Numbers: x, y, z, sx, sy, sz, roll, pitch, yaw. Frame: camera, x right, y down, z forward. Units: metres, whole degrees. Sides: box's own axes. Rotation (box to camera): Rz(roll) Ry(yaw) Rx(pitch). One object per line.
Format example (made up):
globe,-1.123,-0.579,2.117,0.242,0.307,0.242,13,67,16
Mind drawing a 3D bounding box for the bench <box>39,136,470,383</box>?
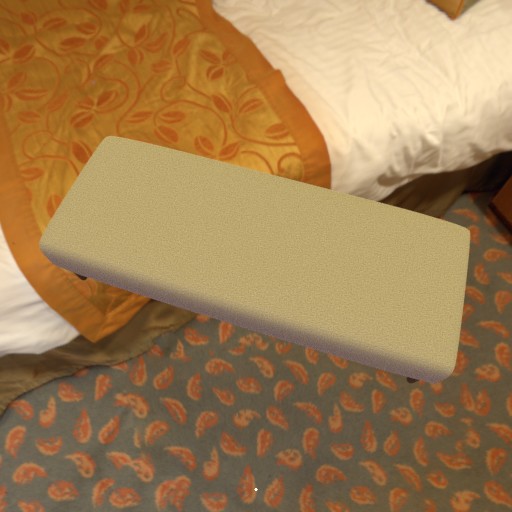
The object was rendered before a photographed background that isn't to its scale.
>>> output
bench,0.000,0.000,1.884,1.609,0.393,0.646,16,63,8
